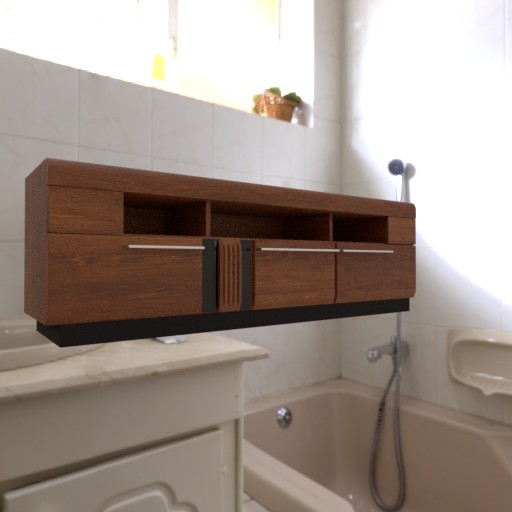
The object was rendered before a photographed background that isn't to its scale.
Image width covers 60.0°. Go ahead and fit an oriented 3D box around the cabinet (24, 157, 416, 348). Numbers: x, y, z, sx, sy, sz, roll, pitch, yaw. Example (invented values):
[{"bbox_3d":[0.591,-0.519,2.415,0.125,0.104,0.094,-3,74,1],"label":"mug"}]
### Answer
[{"bbox_3d":[0.000,0.000,1.774,1.600,0.510,0.419,1,-1,-35],"label":"cabinet"}]
